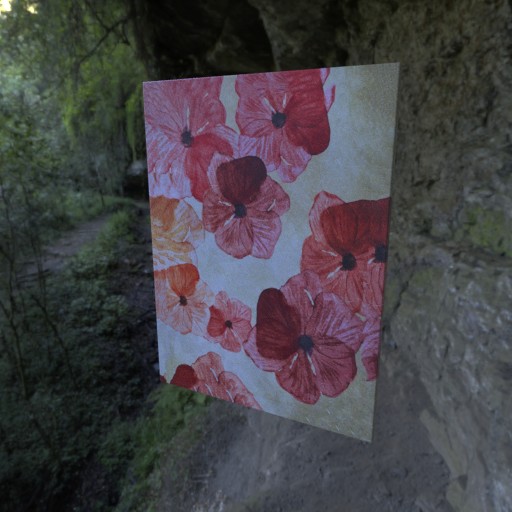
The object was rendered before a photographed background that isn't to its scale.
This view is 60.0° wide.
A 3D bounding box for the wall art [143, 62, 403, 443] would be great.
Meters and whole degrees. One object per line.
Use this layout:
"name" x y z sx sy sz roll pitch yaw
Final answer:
"wall art" 0.000 0.000 1.325 0.762 1.015 0.031 7 16 26
